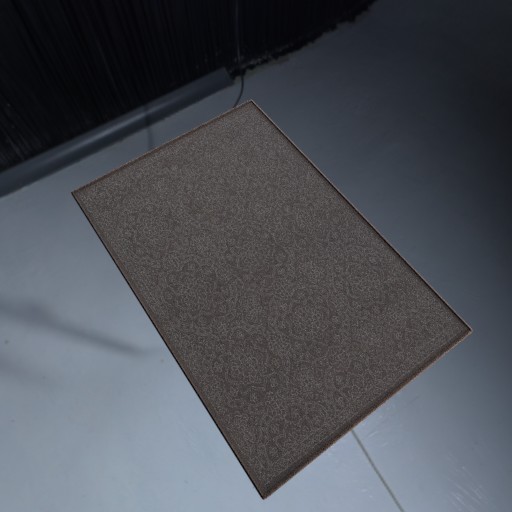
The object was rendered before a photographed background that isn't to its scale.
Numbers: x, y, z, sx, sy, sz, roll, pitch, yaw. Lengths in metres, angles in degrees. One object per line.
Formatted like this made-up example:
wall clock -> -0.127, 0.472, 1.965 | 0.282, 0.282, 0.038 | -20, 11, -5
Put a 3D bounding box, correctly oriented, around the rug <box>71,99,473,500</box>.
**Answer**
rug -> 0.000, 0.000, 2.834 | 1.524, 0.011, 2.286 | -32, 67, -15
